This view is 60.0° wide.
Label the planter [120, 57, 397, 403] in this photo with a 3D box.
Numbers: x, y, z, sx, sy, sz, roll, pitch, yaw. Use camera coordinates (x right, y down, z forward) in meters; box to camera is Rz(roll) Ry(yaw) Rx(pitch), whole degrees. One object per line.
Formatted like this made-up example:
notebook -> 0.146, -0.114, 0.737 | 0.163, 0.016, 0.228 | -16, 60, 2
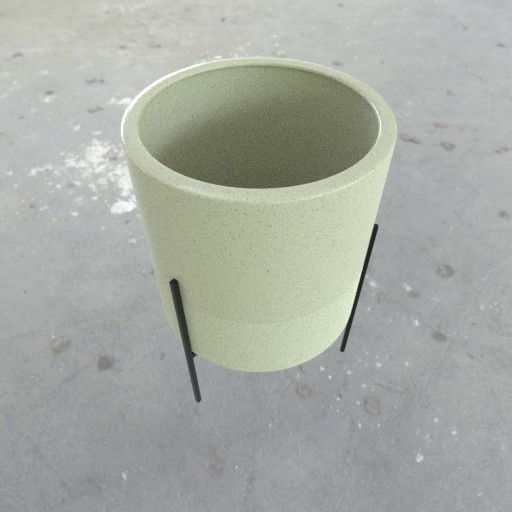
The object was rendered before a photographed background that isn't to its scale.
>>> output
planter -> 0.000, 0.000, 0.681 | 0.314, 0.475, 0.323 | 31, 54, 26
